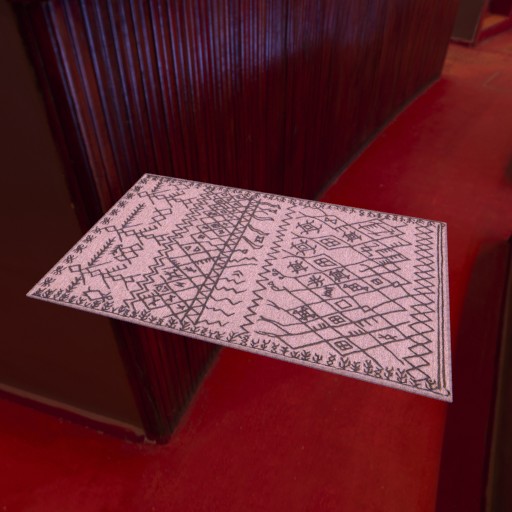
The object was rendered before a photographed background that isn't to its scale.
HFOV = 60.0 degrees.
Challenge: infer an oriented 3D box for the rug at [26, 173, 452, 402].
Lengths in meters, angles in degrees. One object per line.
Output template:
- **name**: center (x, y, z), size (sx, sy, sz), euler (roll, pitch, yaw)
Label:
- **rug**: center (0.000, 0.000, 2.962), size (2.444, 0.012, 1.526), euler (11, 42, 13)
